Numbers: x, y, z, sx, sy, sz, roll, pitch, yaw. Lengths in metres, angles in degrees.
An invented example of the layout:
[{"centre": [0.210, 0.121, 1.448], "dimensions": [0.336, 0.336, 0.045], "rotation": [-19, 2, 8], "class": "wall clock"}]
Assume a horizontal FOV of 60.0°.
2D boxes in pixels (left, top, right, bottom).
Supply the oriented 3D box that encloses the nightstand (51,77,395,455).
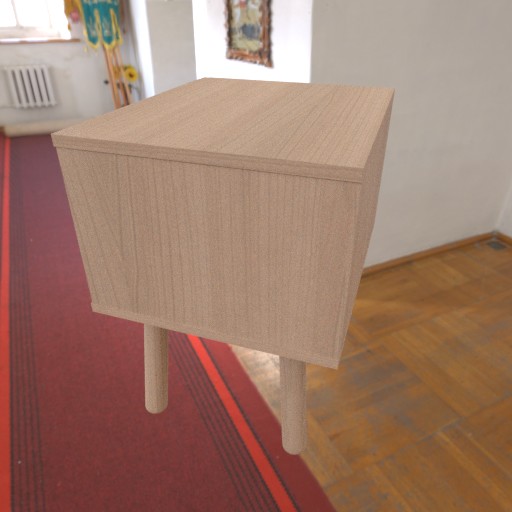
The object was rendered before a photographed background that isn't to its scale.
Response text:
[{"centre": [0.000, 0.000, 0.811], "dimensions": [0.380, 0.530, 0.450], "rotation": [10, 32, 16], "class": "nightstand"}]
